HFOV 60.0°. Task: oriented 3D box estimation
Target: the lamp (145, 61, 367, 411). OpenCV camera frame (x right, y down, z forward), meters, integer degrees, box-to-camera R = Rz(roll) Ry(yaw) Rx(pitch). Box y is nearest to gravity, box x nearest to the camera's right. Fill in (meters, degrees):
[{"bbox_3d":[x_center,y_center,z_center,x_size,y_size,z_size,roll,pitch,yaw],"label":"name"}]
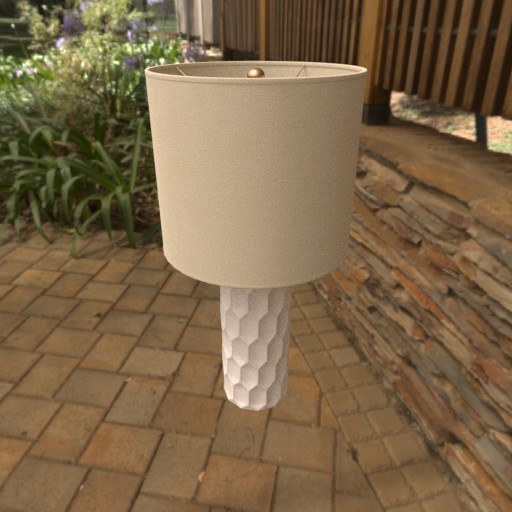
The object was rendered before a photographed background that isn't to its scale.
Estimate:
[{"bbox_3d":[0.000,0.000,0.685,0.277,0.537,0.277,-9,28,-17],"label":"lamp"}]
